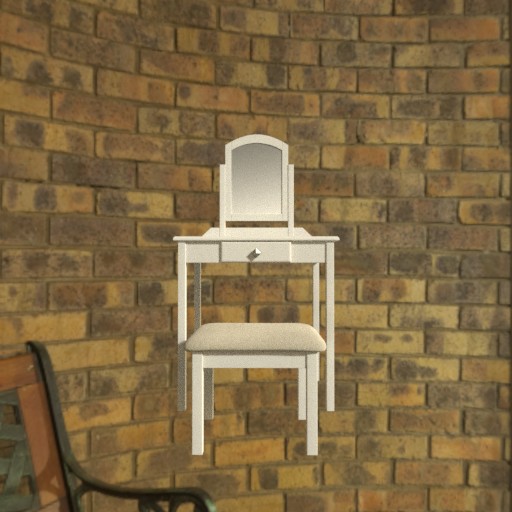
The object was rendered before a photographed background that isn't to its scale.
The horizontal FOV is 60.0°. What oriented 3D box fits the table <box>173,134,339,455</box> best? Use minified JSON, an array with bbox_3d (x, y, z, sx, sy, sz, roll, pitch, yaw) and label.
[{"bbox_3d":[0.000,0.000,2.387,0.876,1.631,1.211,0,-1,0],"label":"table"}]
